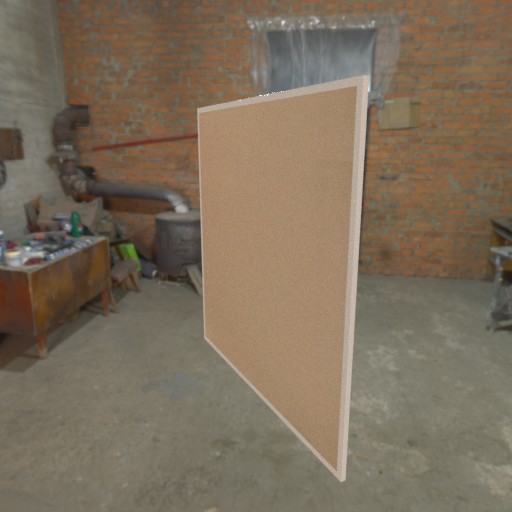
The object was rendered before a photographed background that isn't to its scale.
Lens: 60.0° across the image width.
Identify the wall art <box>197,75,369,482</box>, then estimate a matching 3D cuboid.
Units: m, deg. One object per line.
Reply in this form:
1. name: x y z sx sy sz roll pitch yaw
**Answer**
1. wall art: 0.000 0.000 1.194 0.012 0.809 0.809 -7 16 -26
